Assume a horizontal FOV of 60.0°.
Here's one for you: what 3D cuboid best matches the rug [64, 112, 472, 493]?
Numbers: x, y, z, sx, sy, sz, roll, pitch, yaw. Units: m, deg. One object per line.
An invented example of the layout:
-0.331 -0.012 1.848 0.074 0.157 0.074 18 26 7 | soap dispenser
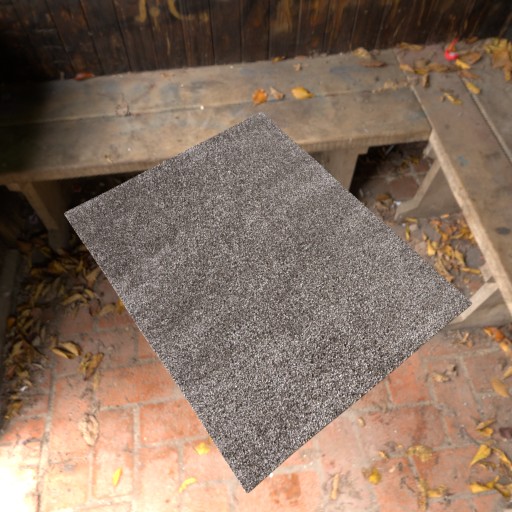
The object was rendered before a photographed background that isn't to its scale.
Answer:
0.000 0.000 4.049 2.401 0.025 3.000 -33 64 -18 | rug
